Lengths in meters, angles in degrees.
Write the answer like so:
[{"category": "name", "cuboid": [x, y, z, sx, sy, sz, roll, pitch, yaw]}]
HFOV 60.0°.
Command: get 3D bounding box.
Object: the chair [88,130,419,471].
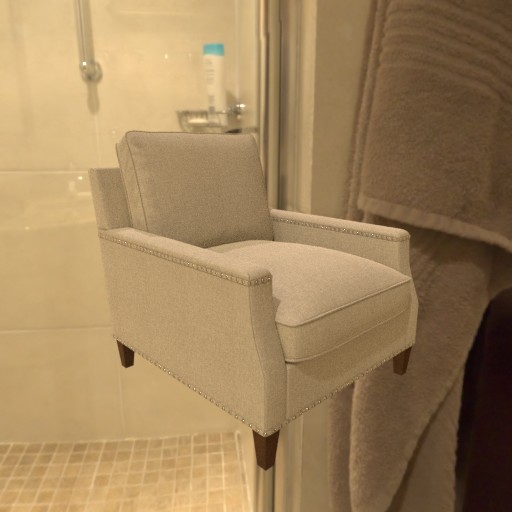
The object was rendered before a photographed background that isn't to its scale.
[{"category": "chair", "cuboid": [0.000, 0.000, 1.722, 0.853, 0.943, 1.014, -13, 20, -42]}]
